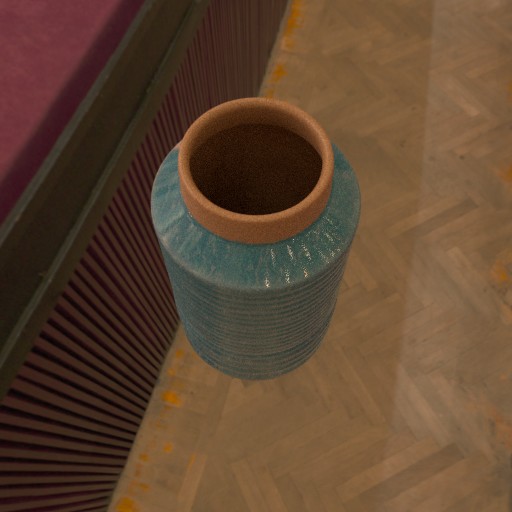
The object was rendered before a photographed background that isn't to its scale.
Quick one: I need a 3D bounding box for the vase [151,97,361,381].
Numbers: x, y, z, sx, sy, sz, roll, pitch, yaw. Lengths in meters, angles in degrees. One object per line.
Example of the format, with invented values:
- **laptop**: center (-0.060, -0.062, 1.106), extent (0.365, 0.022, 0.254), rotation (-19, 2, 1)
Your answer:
- **vase**: center (0.000, 0.000, 0.375), extent (0.163, 0.267, 0.163), rotation (0, 64, 0)
